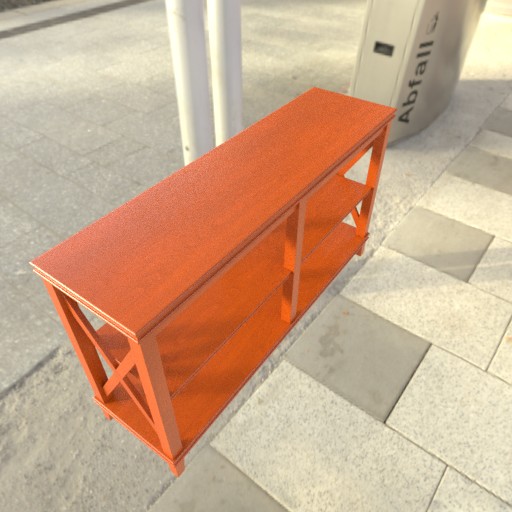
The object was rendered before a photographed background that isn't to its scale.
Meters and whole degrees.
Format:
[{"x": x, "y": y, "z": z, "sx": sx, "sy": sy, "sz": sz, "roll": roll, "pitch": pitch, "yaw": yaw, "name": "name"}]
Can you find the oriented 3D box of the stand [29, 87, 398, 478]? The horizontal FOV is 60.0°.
[{"x": 0.000, "y": 0.000, "z": 1.669, "sx": 0.381, "sy": 0.762, "sz": 1.372, "roll": 26, "pitch": 48, "yaw": 26, "name": "stand"}]
